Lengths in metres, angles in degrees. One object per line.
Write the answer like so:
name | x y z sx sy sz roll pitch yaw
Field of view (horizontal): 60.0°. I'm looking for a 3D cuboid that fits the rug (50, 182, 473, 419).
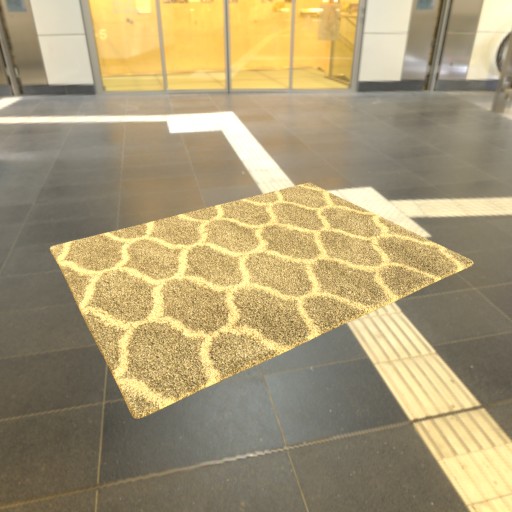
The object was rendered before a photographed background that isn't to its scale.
rug | 0.000 0.000 2.078 1.600 0.025 1.200 -18 35 -28
